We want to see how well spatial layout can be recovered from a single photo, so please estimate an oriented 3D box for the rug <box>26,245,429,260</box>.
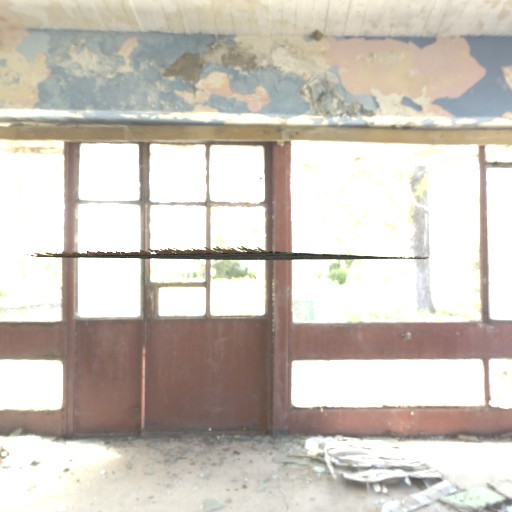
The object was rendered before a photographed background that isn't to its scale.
[{"bbox_3d":[0.000,0.000,4.329,2.418,0.047,3.307,-1,-1,36],"label":"rug"}]
